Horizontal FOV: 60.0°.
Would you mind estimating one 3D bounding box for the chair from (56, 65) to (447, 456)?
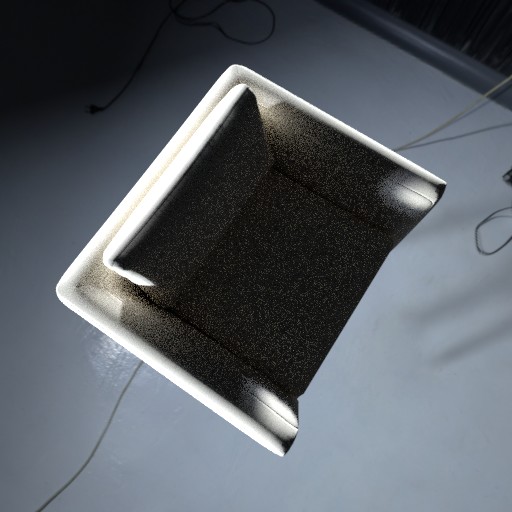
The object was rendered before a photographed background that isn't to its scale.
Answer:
[{"bbox_3d":[0.000,0.000,1.684,0.889,0.865,1.041,33,78,8],"label":"chair"}]
